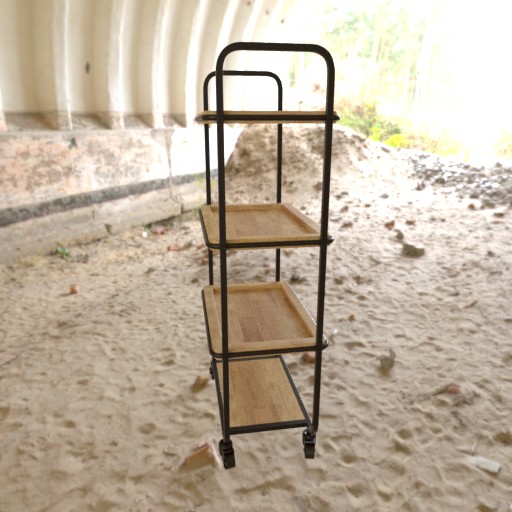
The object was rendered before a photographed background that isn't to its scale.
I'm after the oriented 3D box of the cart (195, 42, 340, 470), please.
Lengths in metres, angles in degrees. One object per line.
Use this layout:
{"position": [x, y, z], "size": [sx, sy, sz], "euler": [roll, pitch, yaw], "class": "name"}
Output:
{"position": [0.000, 0.000, 1.327], "size": [0.321, 1.080, 0.545], "euler": [-3, 17, -9], "class": "cart"}
